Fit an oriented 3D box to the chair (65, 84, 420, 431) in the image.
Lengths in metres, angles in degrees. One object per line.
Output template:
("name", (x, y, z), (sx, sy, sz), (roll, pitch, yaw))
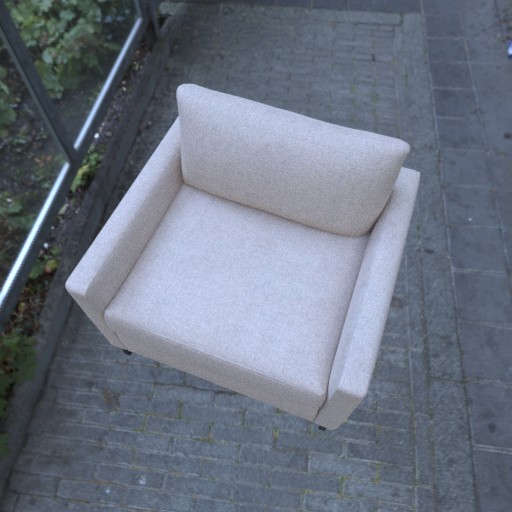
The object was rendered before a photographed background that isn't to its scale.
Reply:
("chair", (0.000, 0.000, 1.610), (0.963, 0.861, 0.866), (18, 60, 11))
